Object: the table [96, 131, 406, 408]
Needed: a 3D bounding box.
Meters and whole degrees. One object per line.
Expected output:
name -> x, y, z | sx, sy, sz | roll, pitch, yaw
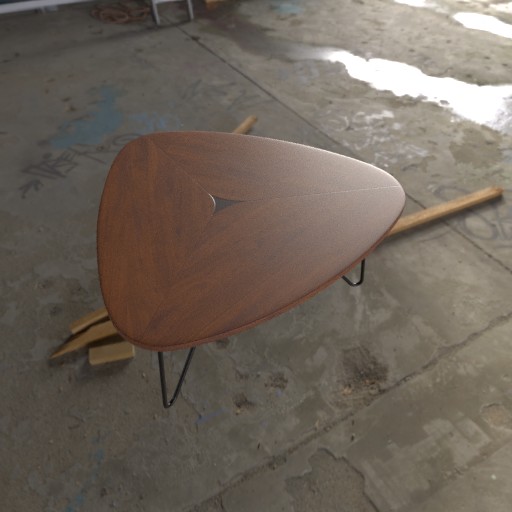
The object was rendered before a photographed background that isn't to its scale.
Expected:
table -> 0.000, 0.000, 1.326 | 0.821, 0.413, 0.833 | -7, 45, -7
